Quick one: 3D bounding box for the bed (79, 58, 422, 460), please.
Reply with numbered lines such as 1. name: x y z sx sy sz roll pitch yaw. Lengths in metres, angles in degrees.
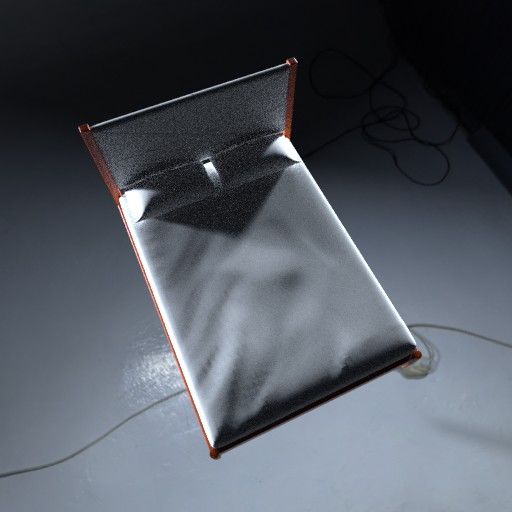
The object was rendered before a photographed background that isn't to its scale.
1. bed: 0.000 0.000 3.089 1.566 1.165 2.117 -22 65 -11
